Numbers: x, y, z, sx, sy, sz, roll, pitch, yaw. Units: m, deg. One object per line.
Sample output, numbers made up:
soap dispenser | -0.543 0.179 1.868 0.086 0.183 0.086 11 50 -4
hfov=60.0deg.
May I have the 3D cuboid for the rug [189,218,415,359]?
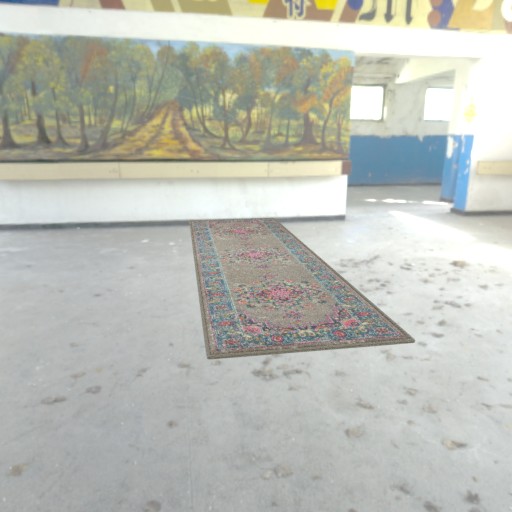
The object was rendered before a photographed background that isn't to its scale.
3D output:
rug | 0.000 0.000 1.995 0.553 0.012 1.827 -3 15 -9
